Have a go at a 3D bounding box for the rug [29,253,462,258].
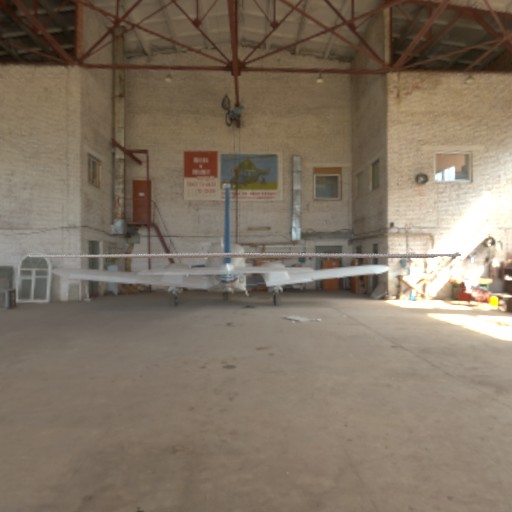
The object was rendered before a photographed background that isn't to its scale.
[{"bbox_3d":[0.000,0.000,2.286,1.804,0.022,1.162,0,0,18],"label":"rug"}]
